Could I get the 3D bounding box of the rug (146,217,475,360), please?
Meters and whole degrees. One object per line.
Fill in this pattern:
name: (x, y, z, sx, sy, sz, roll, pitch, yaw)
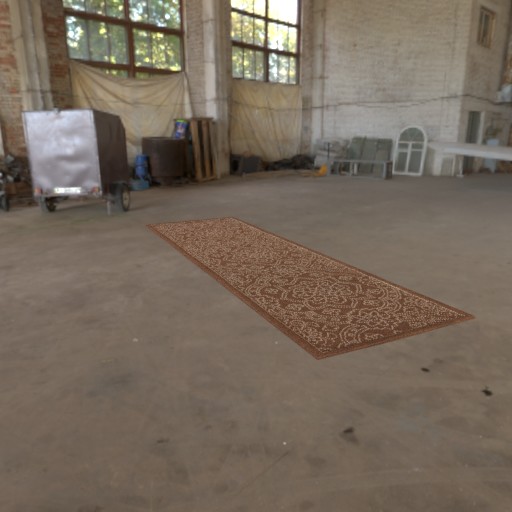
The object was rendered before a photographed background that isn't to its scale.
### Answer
rug: (0.000, 0.000, 2.669, 0.769, 0.012, 2.448, -8, 17, -25)
